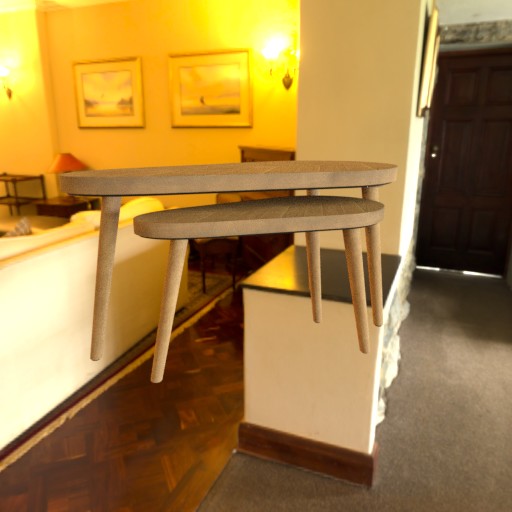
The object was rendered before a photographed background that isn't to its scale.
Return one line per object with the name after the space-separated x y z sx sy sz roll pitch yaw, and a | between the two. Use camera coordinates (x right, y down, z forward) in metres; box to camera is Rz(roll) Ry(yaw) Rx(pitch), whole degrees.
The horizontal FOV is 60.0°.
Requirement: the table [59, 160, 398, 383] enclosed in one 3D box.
0.000 0.000 1.543 1.190 0.595 0.701 -8 17 -26 | table
